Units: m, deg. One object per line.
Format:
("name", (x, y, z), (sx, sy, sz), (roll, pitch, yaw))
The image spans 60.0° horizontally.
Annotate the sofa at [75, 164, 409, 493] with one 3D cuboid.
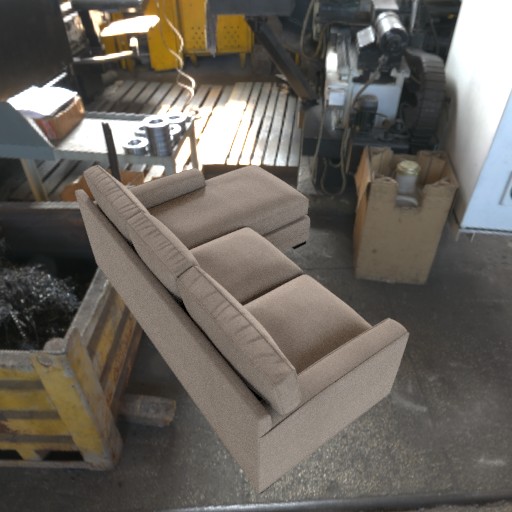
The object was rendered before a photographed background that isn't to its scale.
("sofa", (0.000, 0.000, 2.811), (1.496, 0.861, 2.087), (-25, 46, -27))
